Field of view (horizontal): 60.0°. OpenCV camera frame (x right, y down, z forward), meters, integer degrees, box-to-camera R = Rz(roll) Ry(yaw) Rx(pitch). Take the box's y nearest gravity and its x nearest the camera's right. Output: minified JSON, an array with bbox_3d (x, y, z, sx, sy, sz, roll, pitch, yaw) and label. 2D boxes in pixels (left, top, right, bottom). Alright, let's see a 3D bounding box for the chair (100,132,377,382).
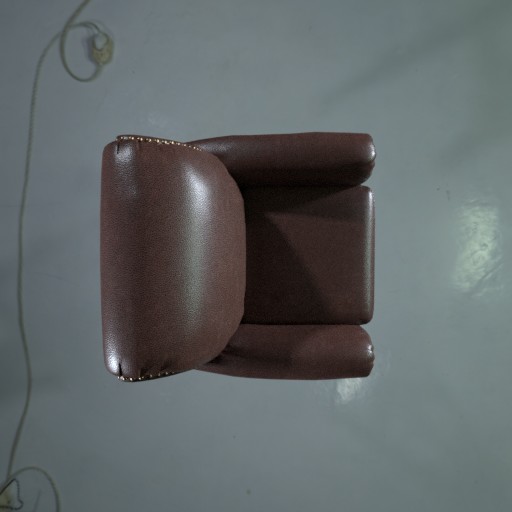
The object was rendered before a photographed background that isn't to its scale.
[{"bbox_3d":[0.000,0.000,1.638,0.890,0.927,0.854,0,92,-1],"label":"chair"}]
